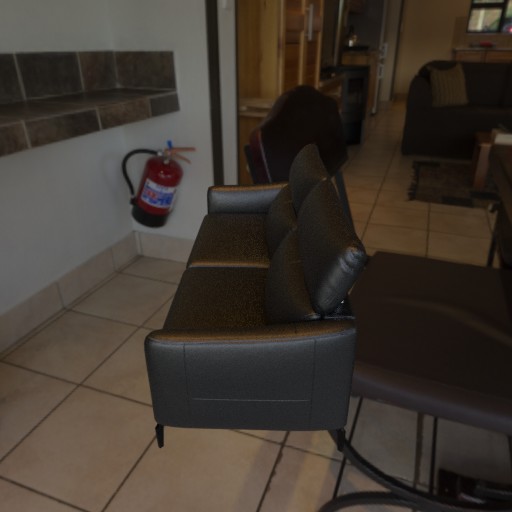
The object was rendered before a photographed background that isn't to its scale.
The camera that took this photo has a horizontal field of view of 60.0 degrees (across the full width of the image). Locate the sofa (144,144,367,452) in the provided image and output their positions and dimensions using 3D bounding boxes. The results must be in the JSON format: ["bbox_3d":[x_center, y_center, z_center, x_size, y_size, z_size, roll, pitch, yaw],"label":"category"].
[{"bbox_3d":[0.000,0.000,2.594,0.856,0.957,2.069,1,26,1],"label":"sofa"}]
